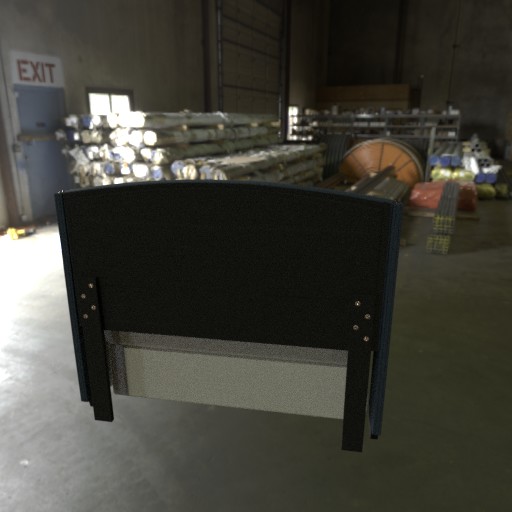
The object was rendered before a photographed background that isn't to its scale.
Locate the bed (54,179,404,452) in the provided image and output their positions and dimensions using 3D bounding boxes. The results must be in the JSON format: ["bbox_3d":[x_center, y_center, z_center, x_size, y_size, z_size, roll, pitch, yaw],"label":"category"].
[{"bbox_3d":[0.000,0.000,3.312,1.710,1.407,2.237,3,18,9],"label":"bed"}]
